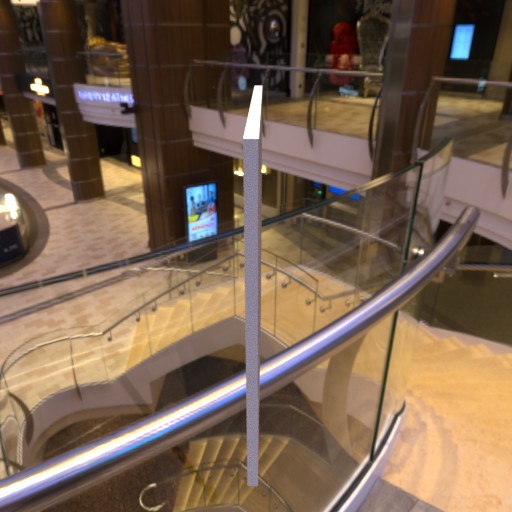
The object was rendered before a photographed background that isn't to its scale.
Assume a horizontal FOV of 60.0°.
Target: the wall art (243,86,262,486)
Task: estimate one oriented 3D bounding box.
[{"bbox_3d":[0.000,0.000,1.004,0.020,0.661,0.664,0,26,1],"label":"wall art"}]
